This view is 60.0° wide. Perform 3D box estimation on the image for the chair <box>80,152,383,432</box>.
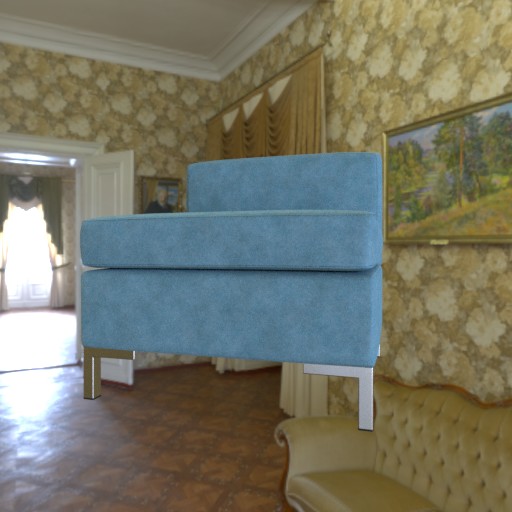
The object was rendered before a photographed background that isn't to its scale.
[{"bbox_3d":[0.000,0.000,1.234,0.684,0.660,0.685,0,1,17],"label":"chair"}]
